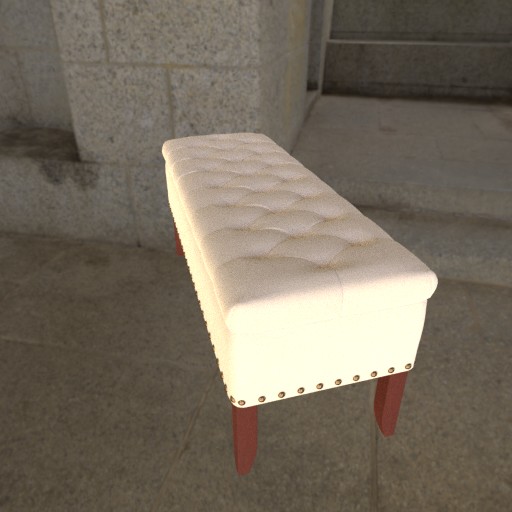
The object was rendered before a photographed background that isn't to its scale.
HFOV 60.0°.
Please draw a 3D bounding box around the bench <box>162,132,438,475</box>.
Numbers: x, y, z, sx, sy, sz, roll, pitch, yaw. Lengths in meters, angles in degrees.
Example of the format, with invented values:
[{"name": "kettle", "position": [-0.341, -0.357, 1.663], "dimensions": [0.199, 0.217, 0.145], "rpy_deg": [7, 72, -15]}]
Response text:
[{"name": "bench", "position": [0.000, 0.000, 1.282], "dimensions": [0.400, 0.470, 1.054], "rpy_deg": [-8, 30, -14]}]
